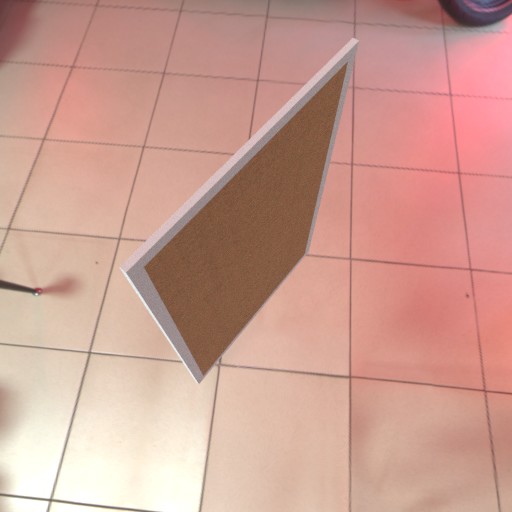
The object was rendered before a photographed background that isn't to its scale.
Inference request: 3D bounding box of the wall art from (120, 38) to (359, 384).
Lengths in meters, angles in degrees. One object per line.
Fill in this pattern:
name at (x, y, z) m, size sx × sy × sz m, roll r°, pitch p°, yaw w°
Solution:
wall art at (0.000, 0.000, 1.228) m, size 0.015 × 0.965 × 0.660 m, roll 35°, pitch 69°, yaw 16°
